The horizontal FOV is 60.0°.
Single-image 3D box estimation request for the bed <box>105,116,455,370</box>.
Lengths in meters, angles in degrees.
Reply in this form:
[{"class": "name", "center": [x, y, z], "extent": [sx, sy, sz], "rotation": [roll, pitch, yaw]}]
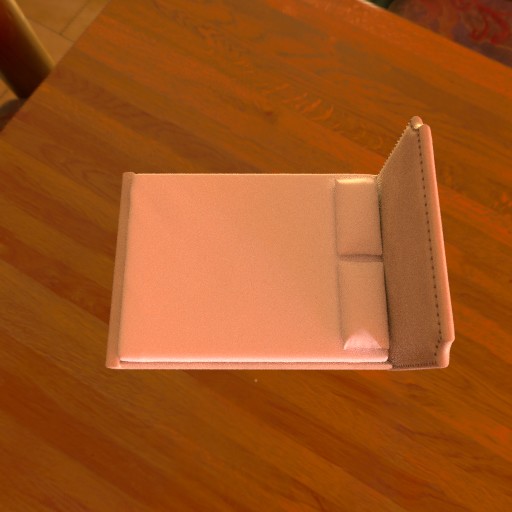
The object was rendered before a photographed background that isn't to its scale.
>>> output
[{"class": "bed", "center": [0.000, 0.000, 3.446], "extent": [2.372, 1.443, 1.712], "rotation": [0, 74, 0]}]
